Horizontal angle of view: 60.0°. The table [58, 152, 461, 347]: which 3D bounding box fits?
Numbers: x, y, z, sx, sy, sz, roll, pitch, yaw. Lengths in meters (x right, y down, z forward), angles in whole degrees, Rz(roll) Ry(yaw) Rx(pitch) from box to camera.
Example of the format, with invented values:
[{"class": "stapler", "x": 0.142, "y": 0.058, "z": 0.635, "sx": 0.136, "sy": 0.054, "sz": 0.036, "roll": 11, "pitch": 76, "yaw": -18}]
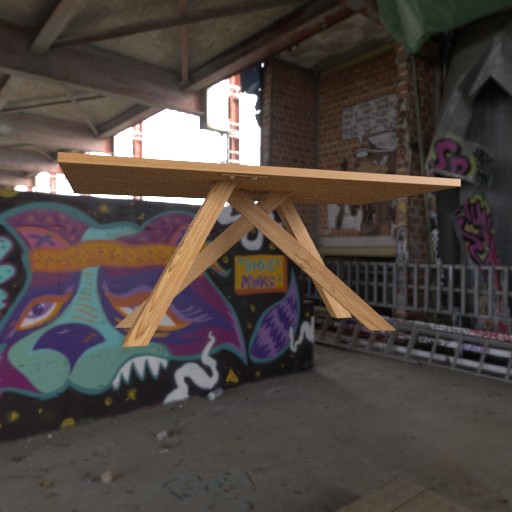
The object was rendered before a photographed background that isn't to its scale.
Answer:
[{"class": "table", "x": 0.000, "y": 0.000, "z": 2.293, "sx": 1.797, "sy": 0.750, "sz": 0.901, "roll": 0, "pitch": 0, "yaw": -19}]
